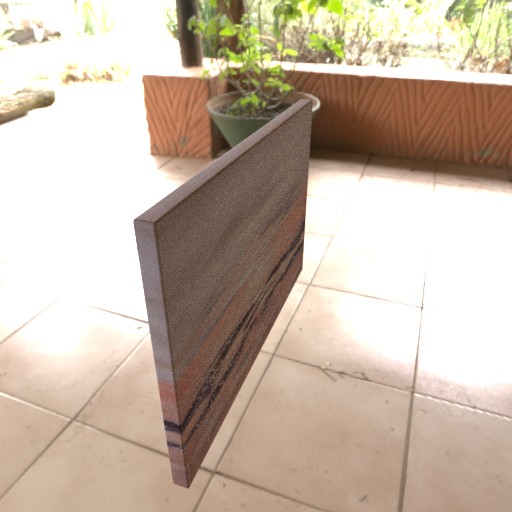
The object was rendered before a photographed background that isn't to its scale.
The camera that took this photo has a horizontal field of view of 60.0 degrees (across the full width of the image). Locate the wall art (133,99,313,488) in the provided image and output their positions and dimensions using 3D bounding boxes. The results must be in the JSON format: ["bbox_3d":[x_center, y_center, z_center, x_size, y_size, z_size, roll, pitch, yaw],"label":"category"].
[{"bbox_3d":[0.000,0.000,1.137,0.038,0.609,0.913,10,32,17],"label":"wall art"}]
